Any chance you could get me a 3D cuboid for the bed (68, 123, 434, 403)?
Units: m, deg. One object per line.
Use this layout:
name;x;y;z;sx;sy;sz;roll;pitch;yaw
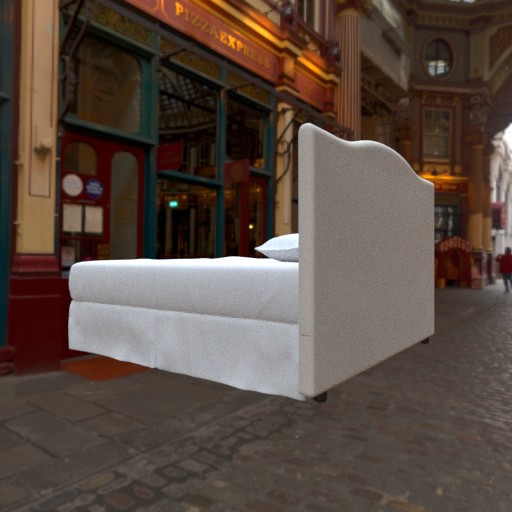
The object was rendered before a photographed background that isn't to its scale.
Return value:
bed;0.000;0.000;3.494;2.182;1.421;2.083;0;0;36
